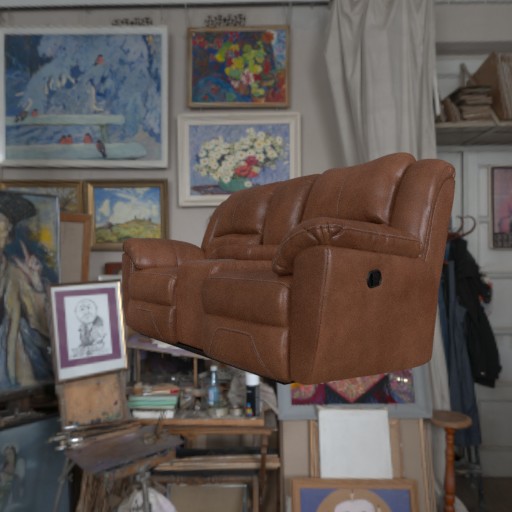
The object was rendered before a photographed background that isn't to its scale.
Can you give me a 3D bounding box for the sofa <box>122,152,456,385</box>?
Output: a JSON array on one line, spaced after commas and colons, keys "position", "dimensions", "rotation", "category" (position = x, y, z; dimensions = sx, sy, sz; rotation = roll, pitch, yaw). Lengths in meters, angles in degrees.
[{"position": [0.000, 0.000, 2.608], "dimensions": [0.991, 1.043, 2.058], "rotation": [0, -1, -36], "category": "sofa"}]
